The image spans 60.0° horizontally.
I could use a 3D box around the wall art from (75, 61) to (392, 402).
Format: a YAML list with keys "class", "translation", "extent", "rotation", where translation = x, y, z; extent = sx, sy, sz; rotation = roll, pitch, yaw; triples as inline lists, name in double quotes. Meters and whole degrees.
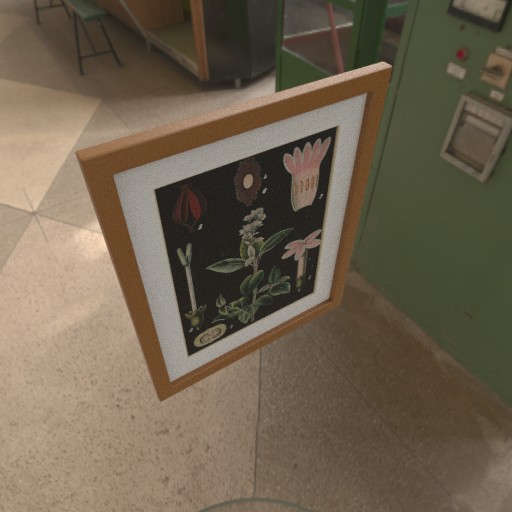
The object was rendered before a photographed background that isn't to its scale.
- class: "wall art"
  translation: [0.000, 0.000, 0.752]
  extent: [0.449, 0.550, 0.021]
  rotation: [-24, 50, -22]
